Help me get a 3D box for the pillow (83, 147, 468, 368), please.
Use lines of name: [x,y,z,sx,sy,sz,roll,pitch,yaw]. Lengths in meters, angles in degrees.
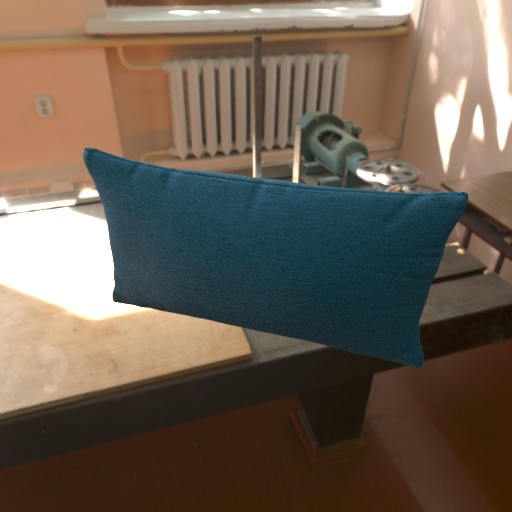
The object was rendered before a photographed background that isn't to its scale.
pillow: [0.000,0.000,0.793,0.633,0.338,0.210,10,34,14]
